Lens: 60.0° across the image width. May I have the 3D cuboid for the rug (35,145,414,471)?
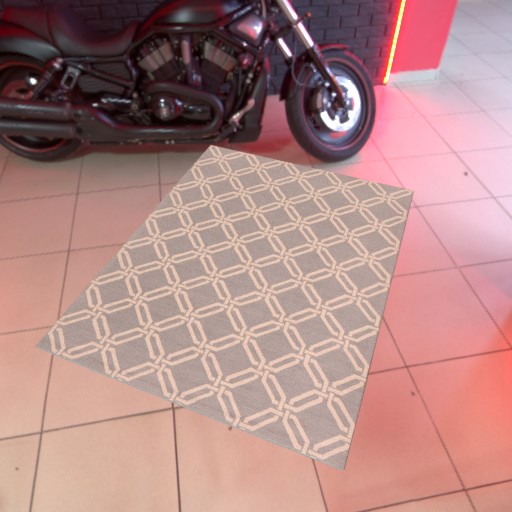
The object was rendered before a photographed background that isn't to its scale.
[{"bbox_3d":[0.000,0.000,3.845,2.288,0.018,2.895,16,48,15],"label":"rug"}]
